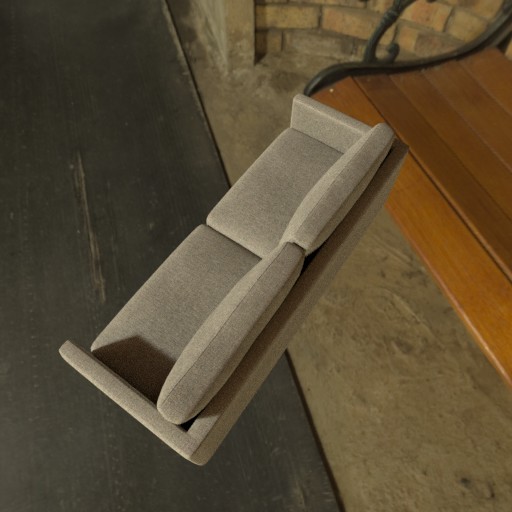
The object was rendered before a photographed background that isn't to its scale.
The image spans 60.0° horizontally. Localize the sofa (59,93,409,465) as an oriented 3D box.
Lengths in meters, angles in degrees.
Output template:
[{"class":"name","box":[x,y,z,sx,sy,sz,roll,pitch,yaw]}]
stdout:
[{"class":"sofa","box":[0.000,0.000,2.942,0.948,0.951,2.434,32,66,16]}]
